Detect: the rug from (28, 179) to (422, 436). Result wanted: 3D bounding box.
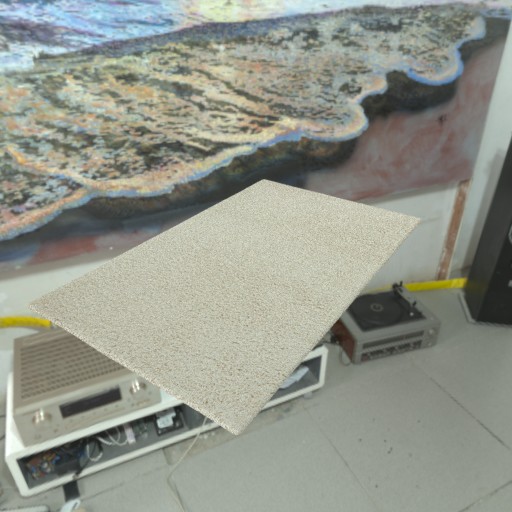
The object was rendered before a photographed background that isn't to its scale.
[{"bbox_3d":[0.000,0.000,3.034,1.524,0.030,2.438,20,36,29],"label":"rug"}]
